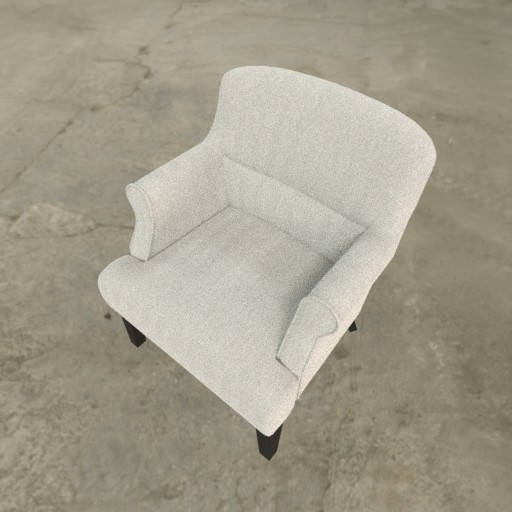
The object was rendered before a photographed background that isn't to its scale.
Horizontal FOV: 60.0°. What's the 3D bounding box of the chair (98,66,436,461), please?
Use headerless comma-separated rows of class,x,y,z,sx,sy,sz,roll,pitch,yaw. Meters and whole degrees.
chair,0.000,0.000,1.406,0.781,0.875,0.750,32,55,26
